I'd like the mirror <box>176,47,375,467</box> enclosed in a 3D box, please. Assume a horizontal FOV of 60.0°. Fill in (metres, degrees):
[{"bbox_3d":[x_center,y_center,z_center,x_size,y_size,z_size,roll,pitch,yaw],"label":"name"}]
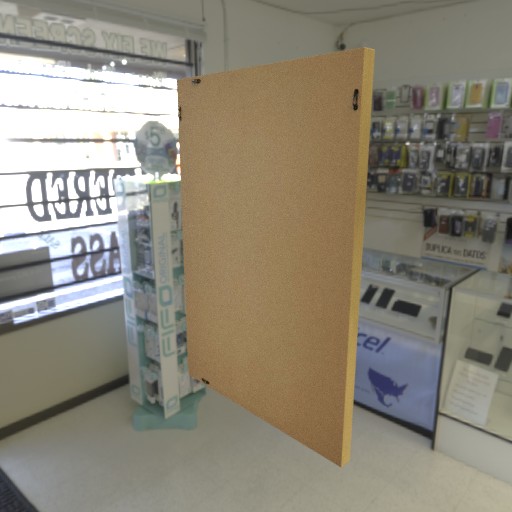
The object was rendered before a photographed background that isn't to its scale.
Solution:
[{"bbox_3d":[0.000,0.000,1.155,0.040,0.915,0.609,-14,20,-43],"label":"mirror"}]
